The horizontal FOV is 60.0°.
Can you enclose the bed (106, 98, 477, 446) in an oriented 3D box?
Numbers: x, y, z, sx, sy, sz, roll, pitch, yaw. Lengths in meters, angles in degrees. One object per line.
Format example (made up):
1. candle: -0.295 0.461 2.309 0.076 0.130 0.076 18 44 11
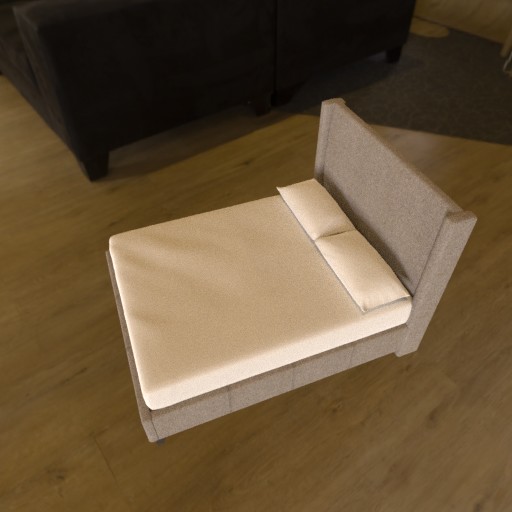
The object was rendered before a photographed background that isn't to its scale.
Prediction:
1. bed: 0.000 0.000 3.476 2.245 1.476 1.714 -15 47 -15
